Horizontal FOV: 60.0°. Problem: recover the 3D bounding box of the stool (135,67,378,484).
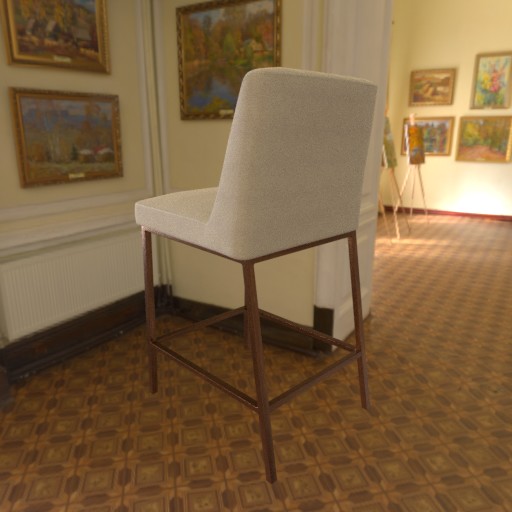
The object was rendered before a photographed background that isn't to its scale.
[{"bbox_3d":[0.000,0.000,1.320,0.507,0.973,0.576,-15,22,-42],"label":"stool"}]
